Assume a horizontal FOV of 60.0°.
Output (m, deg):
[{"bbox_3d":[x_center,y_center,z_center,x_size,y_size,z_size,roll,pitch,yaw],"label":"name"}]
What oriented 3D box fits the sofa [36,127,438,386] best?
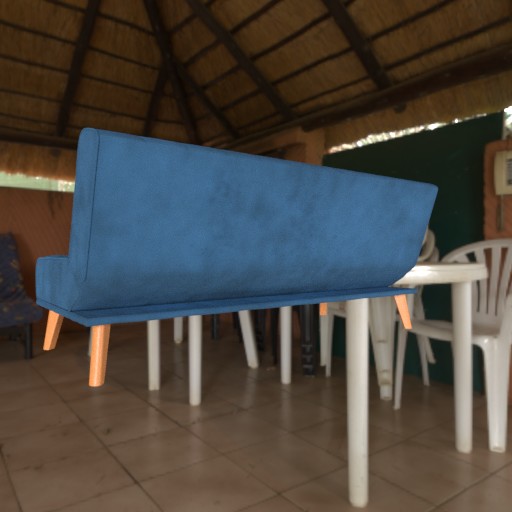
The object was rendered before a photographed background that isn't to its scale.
[{"bbox_3d":[0.000,0.000,2.164,1.804,0.813,0.855,-1,1,-37],"label":"sofa"}]
